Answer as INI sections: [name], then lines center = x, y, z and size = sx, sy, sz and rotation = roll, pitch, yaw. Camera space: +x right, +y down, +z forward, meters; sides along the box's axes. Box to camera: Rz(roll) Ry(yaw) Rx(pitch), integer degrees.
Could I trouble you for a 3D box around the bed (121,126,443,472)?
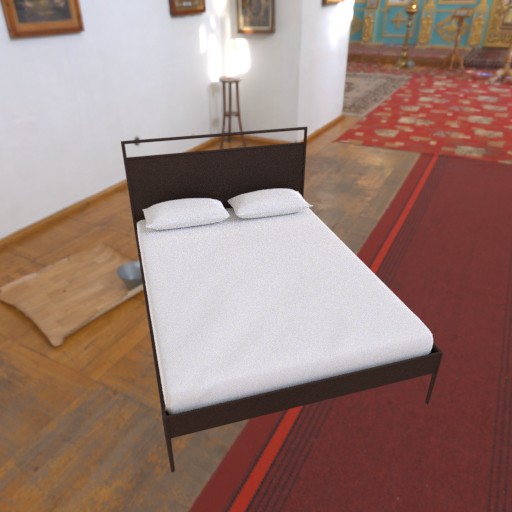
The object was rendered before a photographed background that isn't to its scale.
[bed]
center = 0.000, 0.000, 3.087
size = 1.572, 1.173, 2.122
rotation = -9, 31, -15
